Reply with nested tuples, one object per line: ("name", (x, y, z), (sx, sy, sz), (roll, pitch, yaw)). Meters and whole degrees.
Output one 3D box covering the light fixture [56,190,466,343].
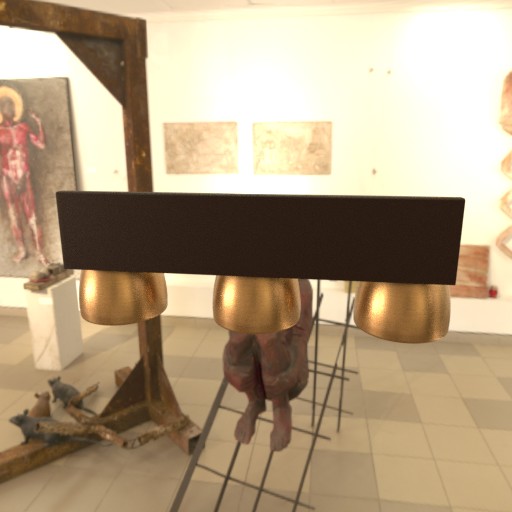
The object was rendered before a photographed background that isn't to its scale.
("light fixture", (0.000, 0.000, 0.679), (0.582, 0.204, 0.157), (2, 15, 8))
